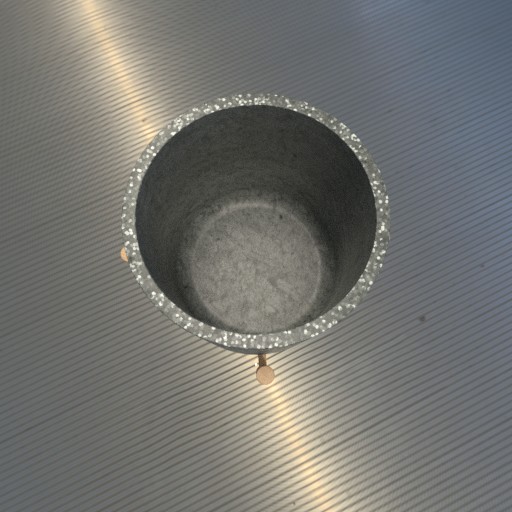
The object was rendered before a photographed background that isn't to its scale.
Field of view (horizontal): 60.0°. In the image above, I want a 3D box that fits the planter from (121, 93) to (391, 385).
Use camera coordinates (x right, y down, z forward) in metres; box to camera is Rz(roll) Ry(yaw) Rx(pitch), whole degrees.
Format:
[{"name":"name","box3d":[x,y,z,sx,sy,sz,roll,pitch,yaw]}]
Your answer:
[{"name":"planter","box3d":[0.000,0.000,0.703,0.360,0.419,0.360,18,77,4]}]
